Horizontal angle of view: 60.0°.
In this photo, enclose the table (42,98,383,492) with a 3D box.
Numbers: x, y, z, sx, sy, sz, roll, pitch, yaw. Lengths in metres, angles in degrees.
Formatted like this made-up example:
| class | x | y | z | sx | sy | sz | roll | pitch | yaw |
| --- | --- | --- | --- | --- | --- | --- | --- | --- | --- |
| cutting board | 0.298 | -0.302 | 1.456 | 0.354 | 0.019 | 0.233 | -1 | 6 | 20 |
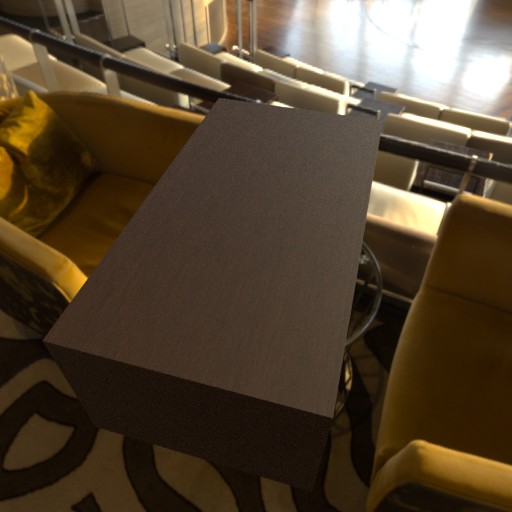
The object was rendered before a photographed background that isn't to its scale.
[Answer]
| class | x | y | z | sx | sy | sz | roll | pitch | yaw |
| --- | --- | --- | --- | --- | --- | --- | --- | --- | --- |
| table | 0.000 | 0.000 | 1.370 | 0.597 | 0.424 | 1.099 | 12 | 47 | 11 |
